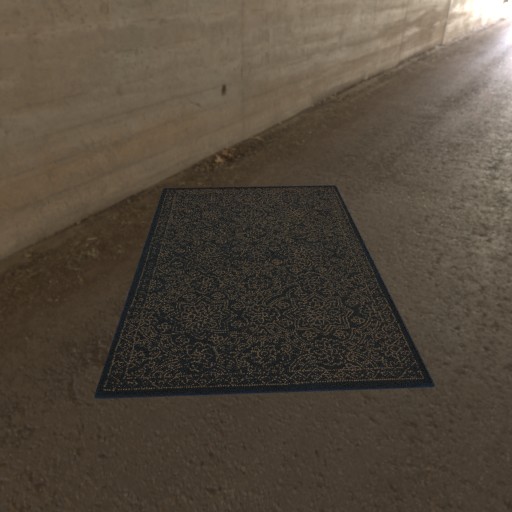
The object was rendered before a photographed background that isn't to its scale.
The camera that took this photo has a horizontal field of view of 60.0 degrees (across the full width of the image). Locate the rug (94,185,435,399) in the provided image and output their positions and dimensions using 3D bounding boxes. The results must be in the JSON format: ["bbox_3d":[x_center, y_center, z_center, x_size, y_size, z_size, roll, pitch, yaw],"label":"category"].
[{"bbox_3d":[0.000,0.000,2.348,1.219,0.010,1.829,-1,32,-2],"label":"rug"}]
